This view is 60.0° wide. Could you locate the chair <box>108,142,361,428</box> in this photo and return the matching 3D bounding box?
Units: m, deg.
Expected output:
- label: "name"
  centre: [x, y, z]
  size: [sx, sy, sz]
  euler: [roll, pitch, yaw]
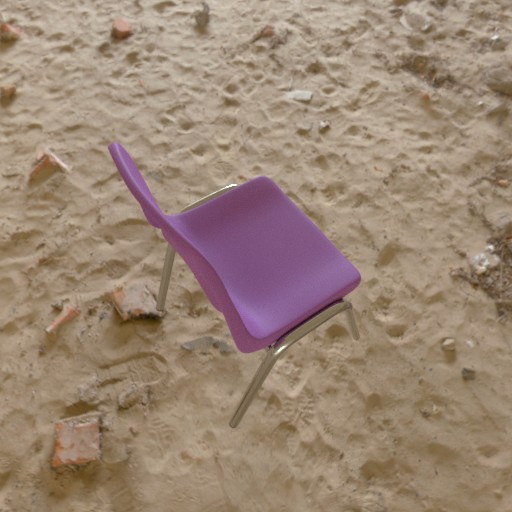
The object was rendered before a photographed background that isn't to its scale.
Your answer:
- label: "chair"
  centre: [0.000, 0.000, 0.681]
  size: [0.301, 0.493, 0.291]
  euler: [-30, 62, -18]
